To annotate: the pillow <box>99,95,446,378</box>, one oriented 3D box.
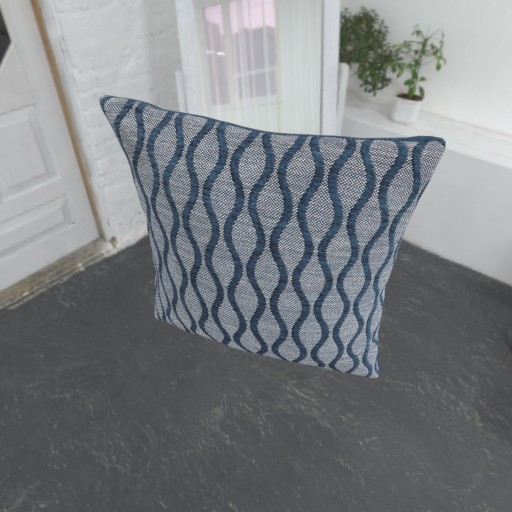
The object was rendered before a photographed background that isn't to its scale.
[{"bbox_3d":[0.000,0.000,0.661,0.435,0.435,0.159,12,42,13],"label":"pillow"}]
